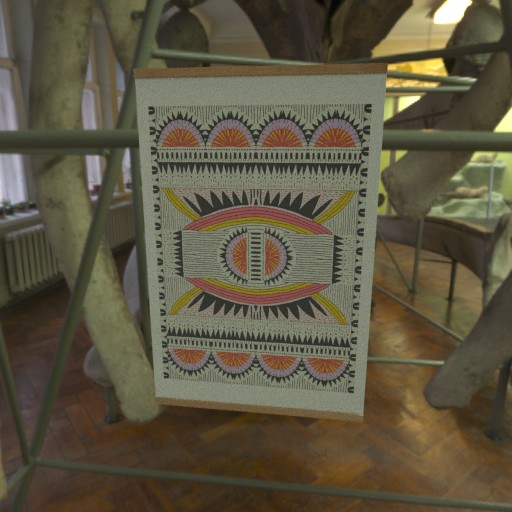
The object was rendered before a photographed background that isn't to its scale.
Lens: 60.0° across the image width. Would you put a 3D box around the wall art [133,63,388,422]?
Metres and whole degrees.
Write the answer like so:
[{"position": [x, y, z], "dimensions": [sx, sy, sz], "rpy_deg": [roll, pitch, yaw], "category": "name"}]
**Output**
[{"position": [0.000, 0.000, 1.929], "dimensions": [0.999, 1.533, 0.028], "rpy_deg": [2, 15, 8], "category": "wall art"}]
